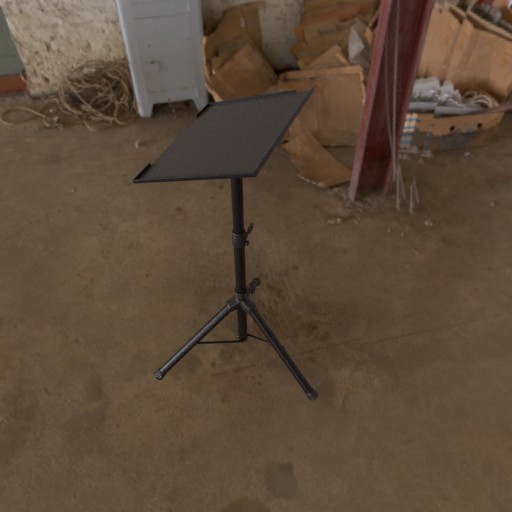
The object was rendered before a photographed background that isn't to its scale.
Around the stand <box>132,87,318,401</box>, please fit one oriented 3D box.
[{"bbox_3d":[0.000,0.000,1.659,0.702,1.198,0.702,17,49,15],"label":"stand"}]
